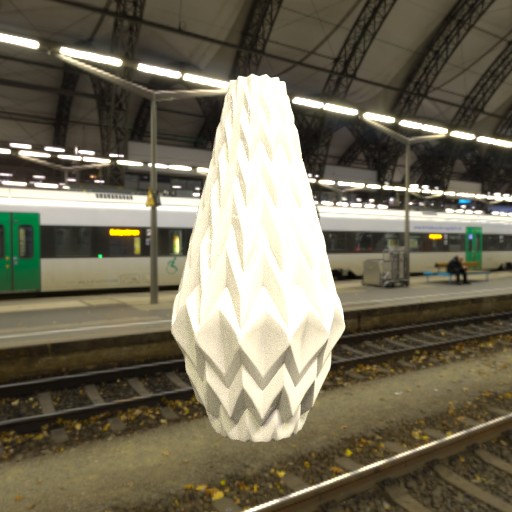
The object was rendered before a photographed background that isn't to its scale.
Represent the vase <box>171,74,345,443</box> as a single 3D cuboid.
[{"bbox_3d":[0.000,0.000,0.427,0.167,0.328,0.167,0,1,0],"label":"vase"}]
